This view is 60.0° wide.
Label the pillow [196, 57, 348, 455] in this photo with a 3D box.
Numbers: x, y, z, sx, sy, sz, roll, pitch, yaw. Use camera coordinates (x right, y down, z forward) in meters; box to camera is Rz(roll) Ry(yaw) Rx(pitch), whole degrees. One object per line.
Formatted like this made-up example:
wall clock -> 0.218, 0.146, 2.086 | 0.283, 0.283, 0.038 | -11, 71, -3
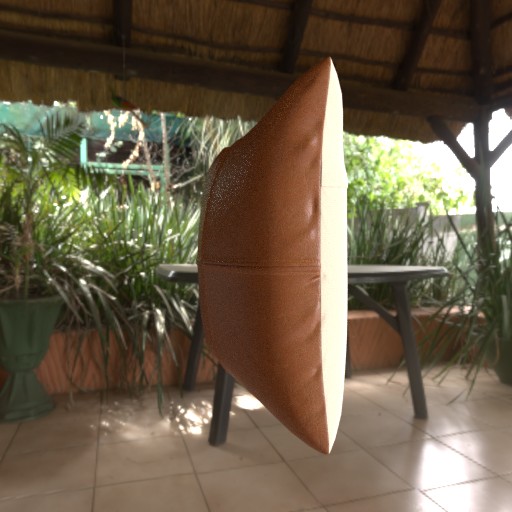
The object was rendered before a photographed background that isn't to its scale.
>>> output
pillow -> 0.000, 0.000, 0.757 | 0.192, 0.477, 0.501 | 0, 1, -19
